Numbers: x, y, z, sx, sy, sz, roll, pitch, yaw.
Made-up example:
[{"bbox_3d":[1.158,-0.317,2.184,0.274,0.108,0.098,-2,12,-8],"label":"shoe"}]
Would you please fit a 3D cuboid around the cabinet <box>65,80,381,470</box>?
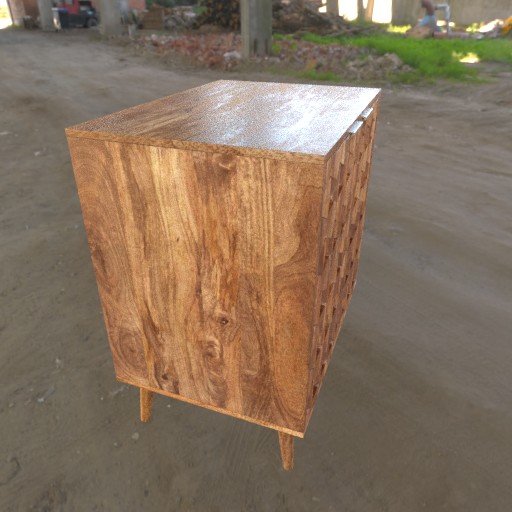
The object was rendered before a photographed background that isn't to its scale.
[{"bbox_3d":[0.000,0.000,1.154,0.473,0.758,0.647,11,31,18],"label":"cabinet"}]
